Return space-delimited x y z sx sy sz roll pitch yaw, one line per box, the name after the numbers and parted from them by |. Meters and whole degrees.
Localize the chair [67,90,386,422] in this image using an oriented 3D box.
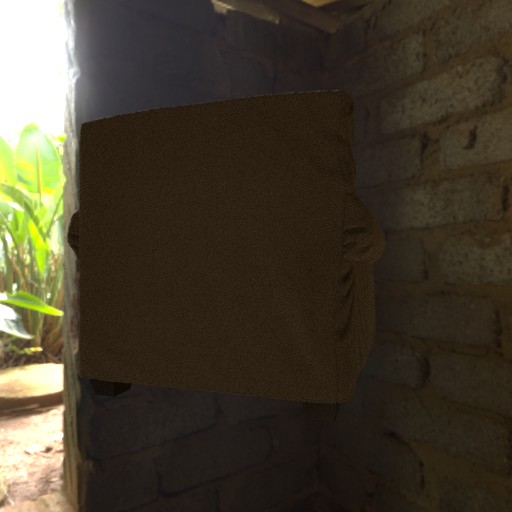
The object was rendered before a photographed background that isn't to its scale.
0.000 0.000 1.699 0.940 0.866 1.066 0 -1 19 | chair
